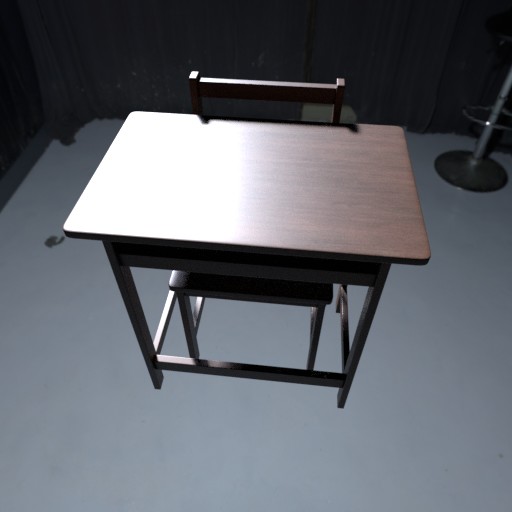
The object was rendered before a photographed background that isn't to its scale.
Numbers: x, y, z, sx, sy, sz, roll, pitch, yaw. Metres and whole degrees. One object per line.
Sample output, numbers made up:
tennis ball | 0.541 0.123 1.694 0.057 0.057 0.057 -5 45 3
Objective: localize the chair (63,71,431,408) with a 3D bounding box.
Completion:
chair | 0.000 0.000 1.059 0.599 0.673 0.463 5 47 4
